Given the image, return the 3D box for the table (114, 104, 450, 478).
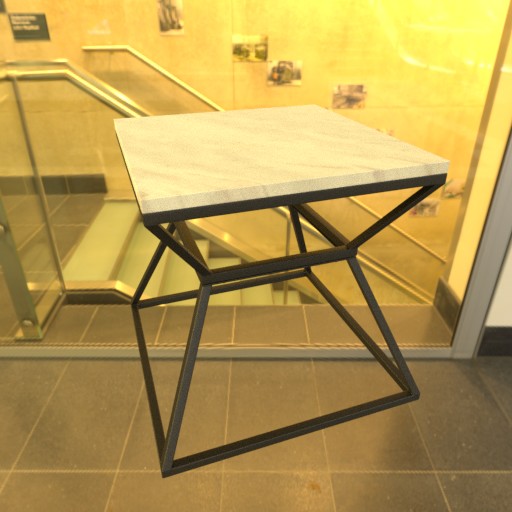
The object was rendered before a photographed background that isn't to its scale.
[{"bbox_3d":[0.000,0.000,0.802,0.455,0.431,0.455,-10,31,-17],"label":"table"}]
